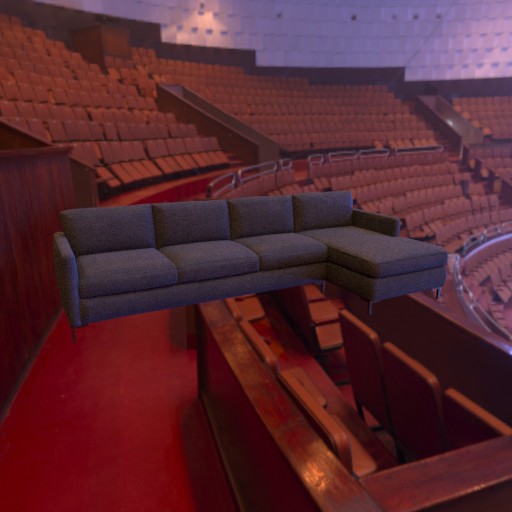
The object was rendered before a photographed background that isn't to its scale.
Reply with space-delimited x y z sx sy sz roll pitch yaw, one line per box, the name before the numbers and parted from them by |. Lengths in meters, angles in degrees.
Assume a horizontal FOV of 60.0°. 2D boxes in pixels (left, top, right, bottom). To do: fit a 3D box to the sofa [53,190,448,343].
sofa | 0.000 0.000 3.572 2.932 0.810 1.350 -8 17 -26
